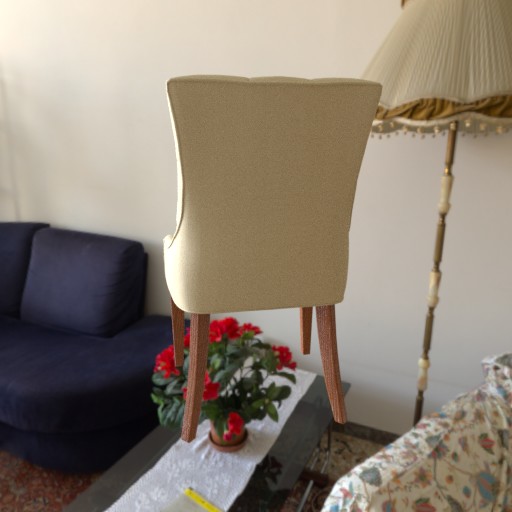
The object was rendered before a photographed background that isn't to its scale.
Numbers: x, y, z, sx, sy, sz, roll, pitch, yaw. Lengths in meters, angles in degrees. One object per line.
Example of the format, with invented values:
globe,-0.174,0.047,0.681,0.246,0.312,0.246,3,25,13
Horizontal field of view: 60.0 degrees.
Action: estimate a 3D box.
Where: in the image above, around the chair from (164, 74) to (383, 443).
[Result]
chair,0.000,0.000,1.225,0.509,0.874,0.565,-3,16,-10
